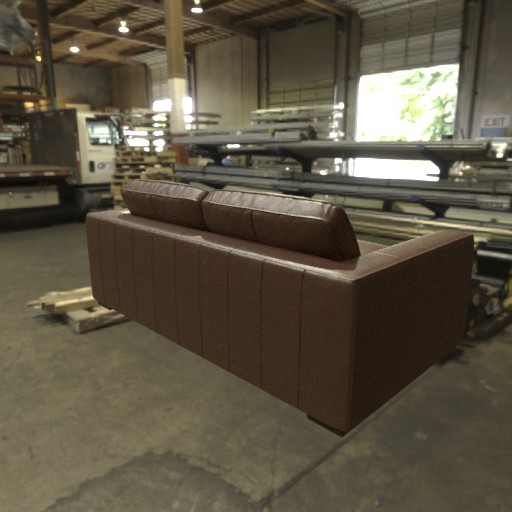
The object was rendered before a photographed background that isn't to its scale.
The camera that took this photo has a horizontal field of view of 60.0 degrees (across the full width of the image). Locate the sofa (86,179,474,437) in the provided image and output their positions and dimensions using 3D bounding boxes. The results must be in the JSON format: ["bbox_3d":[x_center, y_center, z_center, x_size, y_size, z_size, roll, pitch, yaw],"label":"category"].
[{"bbox_3d":[0.000,0.000,2.420,1.070,0.800,1.920,-14,20,-43],"label":"sofa"}]
